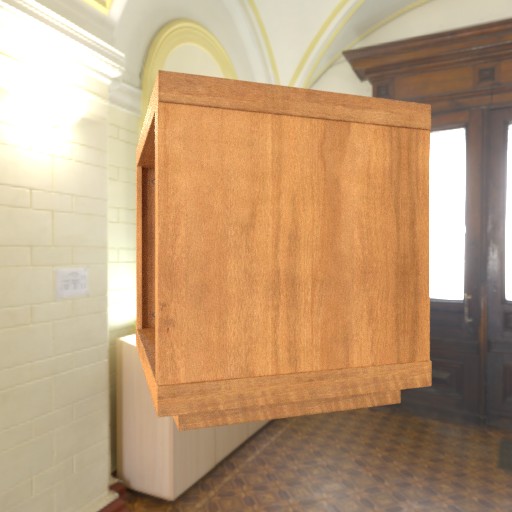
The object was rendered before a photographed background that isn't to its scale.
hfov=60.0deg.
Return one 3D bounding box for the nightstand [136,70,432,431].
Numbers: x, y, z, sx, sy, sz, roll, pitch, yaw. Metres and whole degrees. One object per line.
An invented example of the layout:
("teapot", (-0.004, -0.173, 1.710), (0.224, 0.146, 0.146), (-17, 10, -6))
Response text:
("nightstand", (0.000, 0.000, 0.880), (0.436, 0.491, 0.493), (0, 0, -18))
